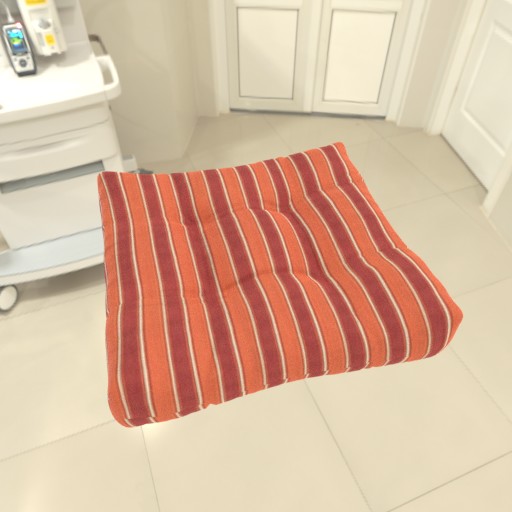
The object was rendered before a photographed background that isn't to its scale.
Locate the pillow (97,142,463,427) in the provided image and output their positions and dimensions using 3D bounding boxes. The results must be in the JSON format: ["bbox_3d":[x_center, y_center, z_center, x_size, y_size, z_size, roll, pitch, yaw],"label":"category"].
[{"bbox_3d":[0.000,0.000,0.733,0.490,0.133,0.468,-11,48,-10],"label":"pillow"}]
